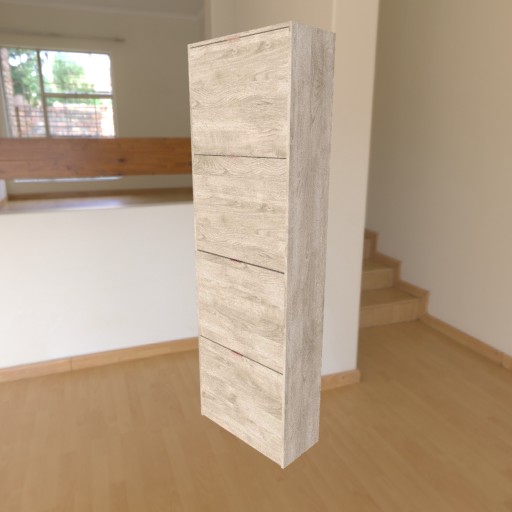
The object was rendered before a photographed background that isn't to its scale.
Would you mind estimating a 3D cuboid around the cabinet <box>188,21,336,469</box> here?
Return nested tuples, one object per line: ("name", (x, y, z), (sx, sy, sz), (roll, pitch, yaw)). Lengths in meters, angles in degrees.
("cabinet", (0.000, 0.000, 1.818), (0.520, 1.630, 0.250), (14, 21, 42))
